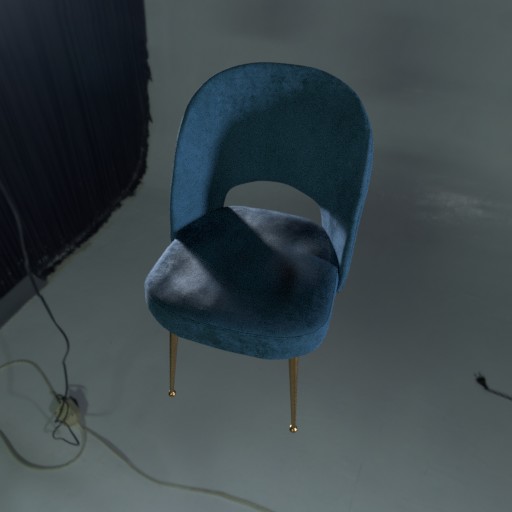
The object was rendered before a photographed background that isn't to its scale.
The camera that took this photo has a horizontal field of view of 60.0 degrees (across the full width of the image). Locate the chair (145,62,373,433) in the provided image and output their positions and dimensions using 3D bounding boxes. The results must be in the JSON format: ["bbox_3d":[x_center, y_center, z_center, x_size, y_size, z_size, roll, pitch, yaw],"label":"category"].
[{"bbox_3d":[0.000,0.000,1.241,0.527,0.860,0.577,12,43,13],"label":"chair"}]
